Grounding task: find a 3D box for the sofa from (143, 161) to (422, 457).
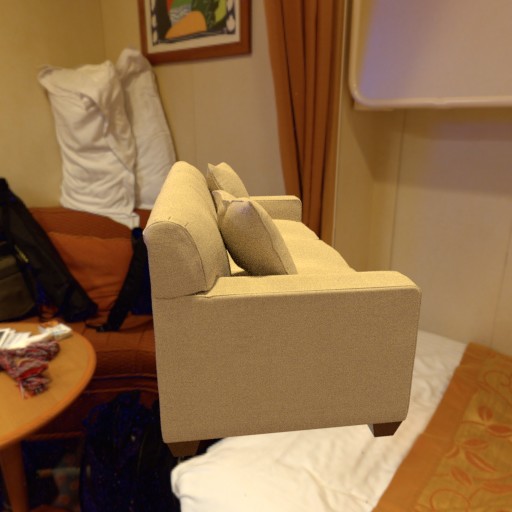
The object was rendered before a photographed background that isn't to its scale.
[{"bbox_3d":[0.000,0.000,2.508,0.997,0.958,2.024,-2,17,-7],"label":"sofa"}]
